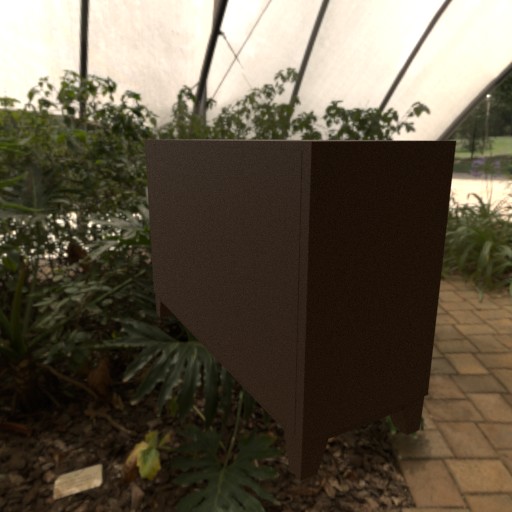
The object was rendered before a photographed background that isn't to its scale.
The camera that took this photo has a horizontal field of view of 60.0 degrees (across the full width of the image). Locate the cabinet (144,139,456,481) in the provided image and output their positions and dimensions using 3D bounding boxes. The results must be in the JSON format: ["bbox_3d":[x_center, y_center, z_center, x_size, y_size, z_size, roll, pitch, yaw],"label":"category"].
[{"bbox_3d":[0.000,0.000,1.805,0.482,0.914,1.396,-8,17,-28],"label":"cabinet"}]
